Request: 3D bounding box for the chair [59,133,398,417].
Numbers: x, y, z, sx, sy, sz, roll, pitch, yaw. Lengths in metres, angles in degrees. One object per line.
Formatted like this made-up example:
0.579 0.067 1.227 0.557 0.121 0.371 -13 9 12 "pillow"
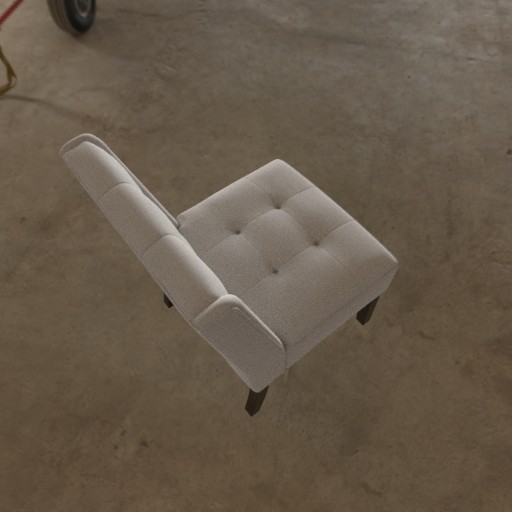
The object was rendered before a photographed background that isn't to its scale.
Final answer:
0.000 0.000 1.302 0.676 0.853 0.569 -33 62 -20 "chair"
